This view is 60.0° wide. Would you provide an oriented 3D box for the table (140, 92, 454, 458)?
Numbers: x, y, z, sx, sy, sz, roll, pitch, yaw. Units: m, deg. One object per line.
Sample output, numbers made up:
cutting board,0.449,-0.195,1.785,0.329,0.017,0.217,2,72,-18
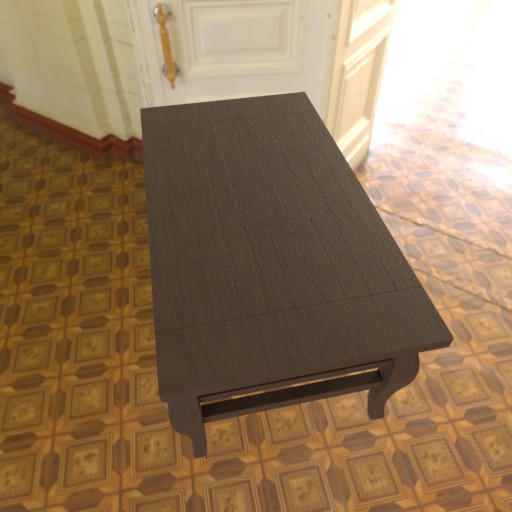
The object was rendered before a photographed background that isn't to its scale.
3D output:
table,0.000,0.000,1.378,0.600,0.494,1.062,-9,47,-8
